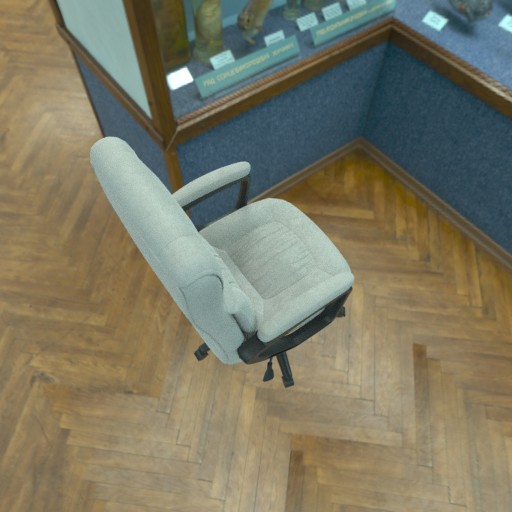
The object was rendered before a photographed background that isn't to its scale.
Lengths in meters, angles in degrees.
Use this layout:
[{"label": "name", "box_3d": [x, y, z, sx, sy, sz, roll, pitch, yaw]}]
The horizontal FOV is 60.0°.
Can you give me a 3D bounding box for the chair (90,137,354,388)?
[{"label": "chair", "box_3d": [0.000, 0.000, 1.540, 0.724, 1.105, 0.667, -30, 63, -18]}]
